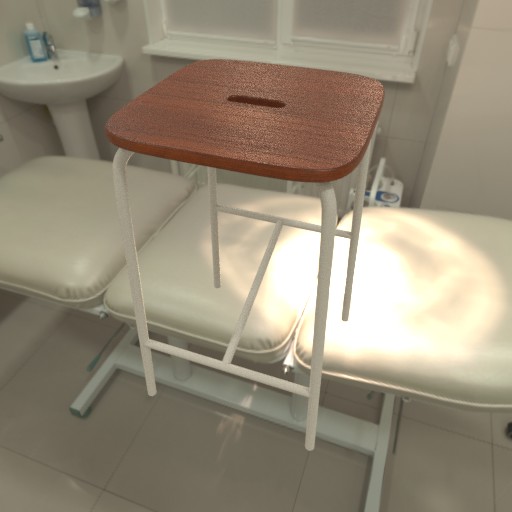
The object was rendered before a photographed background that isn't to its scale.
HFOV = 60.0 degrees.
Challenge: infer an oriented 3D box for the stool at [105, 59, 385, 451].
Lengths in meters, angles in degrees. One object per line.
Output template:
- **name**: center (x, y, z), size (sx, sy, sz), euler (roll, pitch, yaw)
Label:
- **stool**: center (0.000, 0.000, 0.863), size (0.376, 0.610, 0.376), euler (13, 42, 15)
